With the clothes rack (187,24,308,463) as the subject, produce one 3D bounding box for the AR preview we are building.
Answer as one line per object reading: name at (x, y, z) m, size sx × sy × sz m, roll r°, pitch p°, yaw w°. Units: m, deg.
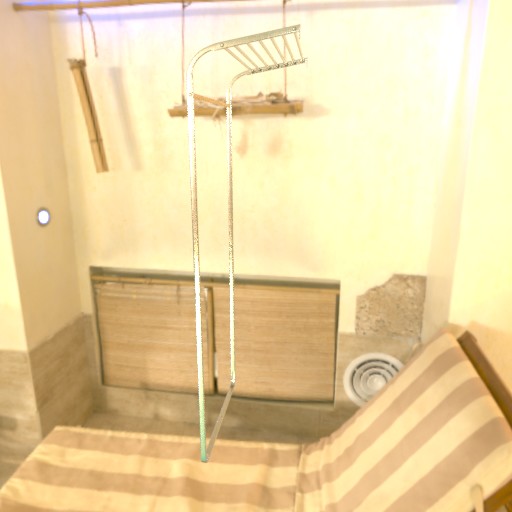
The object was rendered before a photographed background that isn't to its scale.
clothes rack at (0.000, 0.000, 1.805) m, size 0.349 × 1.574 × 0.609 m, roll 2°, pitch 16°, yaw 8°
